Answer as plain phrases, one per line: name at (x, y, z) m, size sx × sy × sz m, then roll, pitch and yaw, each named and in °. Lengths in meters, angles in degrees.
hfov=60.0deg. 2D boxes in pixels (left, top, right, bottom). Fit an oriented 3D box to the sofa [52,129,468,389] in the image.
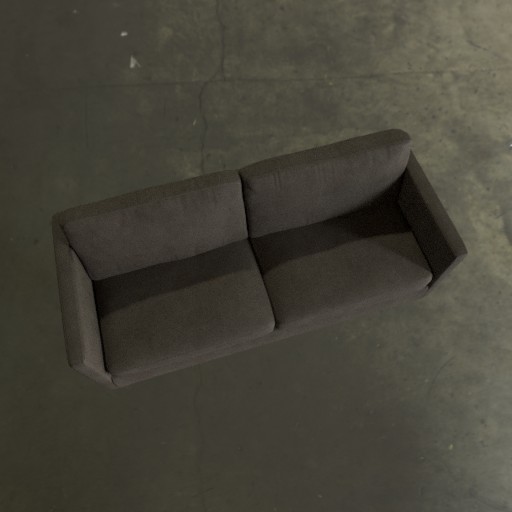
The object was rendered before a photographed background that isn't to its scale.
sofa at (0.000, 0.000, 2.725) m, size 2.208 × 0.965 × 0.951 m, roll -15°, pitch 65°, yaw -7°
